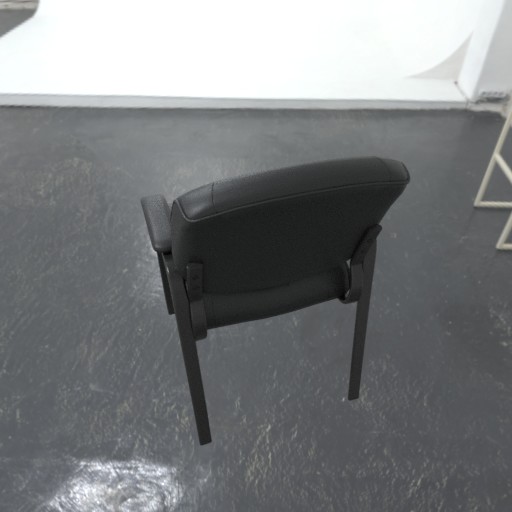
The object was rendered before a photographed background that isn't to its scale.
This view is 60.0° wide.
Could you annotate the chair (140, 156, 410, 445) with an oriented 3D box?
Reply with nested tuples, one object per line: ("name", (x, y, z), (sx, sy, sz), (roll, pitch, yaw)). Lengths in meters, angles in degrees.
("chair", (0.000, 0.000, 1.319), (0.591, 0.910, 0.668), (-12, 43, -13))
